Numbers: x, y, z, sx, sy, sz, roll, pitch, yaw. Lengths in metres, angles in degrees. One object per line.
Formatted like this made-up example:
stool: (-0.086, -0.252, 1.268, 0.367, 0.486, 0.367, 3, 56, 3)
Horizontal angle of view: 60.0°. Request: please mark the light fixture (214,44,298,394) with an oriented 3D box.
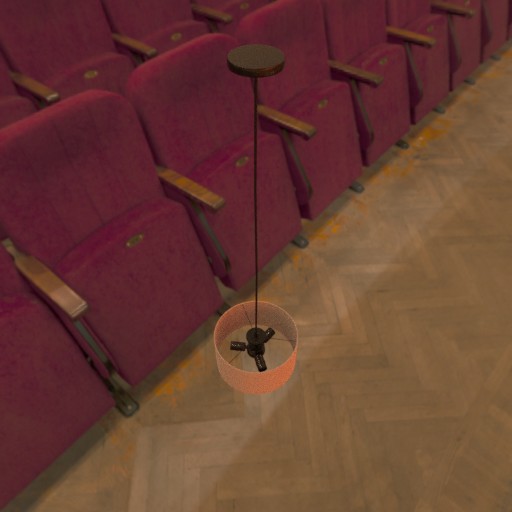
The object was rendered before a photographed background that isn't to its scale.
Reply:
light fixture: (0.000, 0.000, 1.699, 0.399, 1.516, 0.399, 0, 47, 0)
